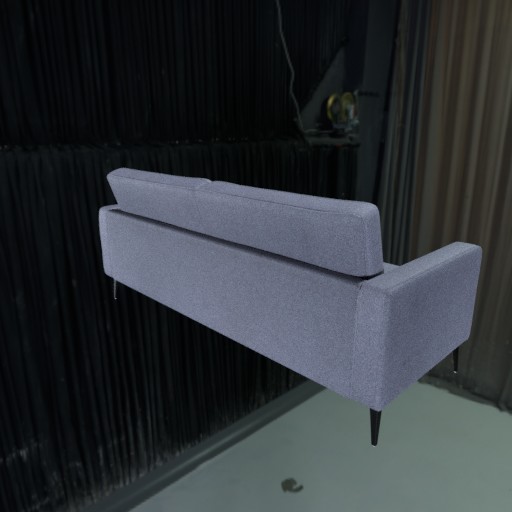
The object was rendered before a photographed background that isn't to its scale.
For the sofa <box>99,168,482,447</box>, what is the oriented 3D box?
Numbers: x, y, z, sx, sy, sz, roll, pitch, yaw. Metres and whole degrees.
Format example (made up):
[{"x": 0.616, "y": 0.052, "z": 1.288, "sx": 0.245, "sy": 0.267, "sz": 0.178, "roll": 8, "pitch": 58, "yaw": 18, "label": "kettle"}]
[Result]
[{"x": 0.000, "y": 0.000, "z": 2.279, "sx": 0.774, "sy": 0.828, "sz": 1.925, "roll": -16, "pitch": 23, "yaw": -42, "label": "sofa"}]
